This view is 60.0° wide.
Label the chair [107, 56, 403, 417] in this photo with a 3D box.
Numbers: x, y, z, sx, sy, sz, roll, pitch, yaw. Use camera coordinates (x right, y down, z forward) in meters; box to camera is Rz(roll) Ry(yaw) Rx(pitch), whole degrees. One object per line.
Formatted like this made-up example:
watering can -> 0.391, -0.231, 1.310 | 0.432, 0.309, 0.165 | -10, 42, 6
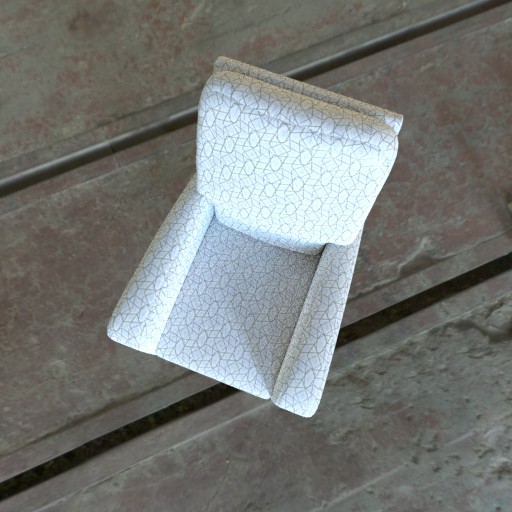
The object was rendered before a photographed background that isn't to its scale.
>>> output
chair -> 0.000, 0.000, 1.733 | 0.796, 1.064, 0.995 | 20, 76, 5
